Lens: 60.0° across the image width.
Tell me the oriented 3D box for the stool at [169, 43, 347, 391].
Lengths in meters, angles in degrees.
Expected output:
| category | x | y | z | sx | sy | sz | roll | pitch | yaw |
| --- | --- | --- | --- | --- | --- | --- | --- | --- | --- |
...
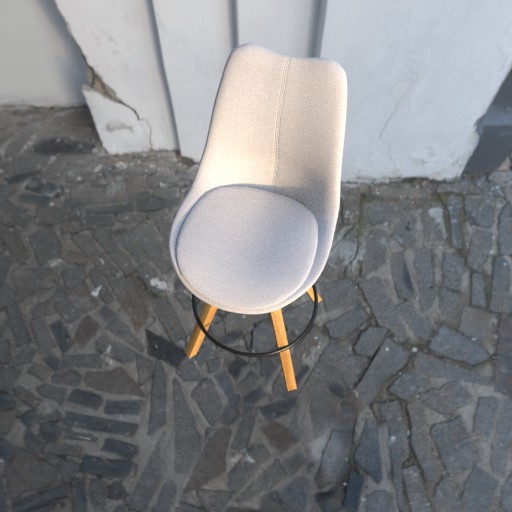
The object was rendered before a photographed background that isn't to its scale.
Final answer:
| category | x | y | z | sx | sy | sz | roll | pitch | yaw |
| --- | --- | --- | --- | --- | --- | --- | --- | --- | --- |
| stool | 0.000 | 0.000 | 1.438 | 0.484 | 1.115 | 0.550 | 16 | 60 | 9 |
